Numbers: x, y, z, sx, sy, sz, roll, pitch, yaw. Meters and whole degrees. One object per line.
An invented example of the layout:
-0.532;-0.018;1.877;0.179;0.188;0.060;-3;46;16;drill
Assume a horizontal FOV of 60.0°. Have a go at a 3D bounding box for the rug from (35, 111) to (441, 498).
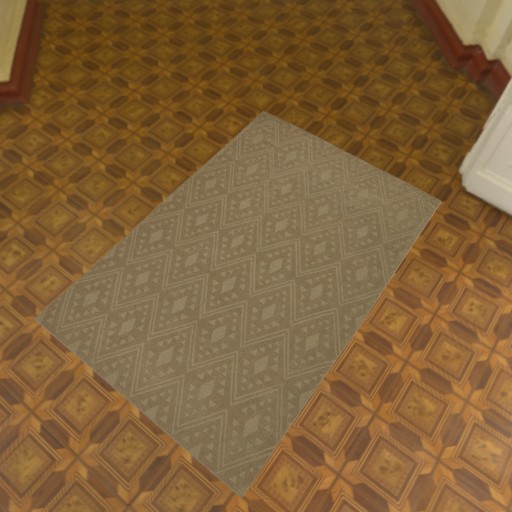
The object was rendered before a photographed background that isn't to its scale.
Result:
0.000;0.000;2.291;1.252;0.034;1.829;33;64;18;rug
